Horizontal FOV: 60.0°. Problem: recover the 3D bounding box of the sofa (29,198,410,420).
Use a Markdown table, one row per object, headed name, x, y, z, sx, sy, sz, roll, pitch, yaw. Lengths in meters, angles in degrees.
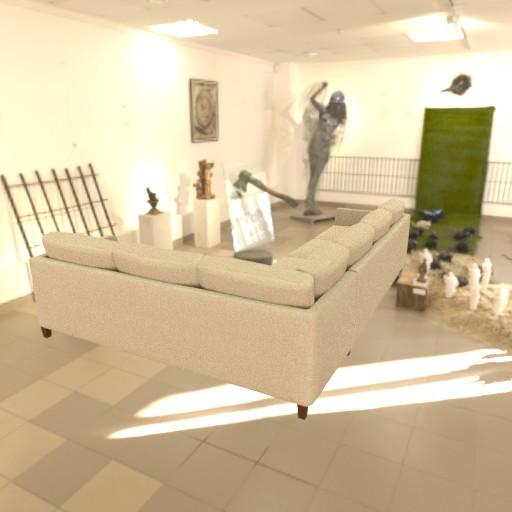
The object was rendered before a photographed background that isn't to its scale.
| name | x | y | z | sx | sy | sz | roll | pitch | yaw |
| --- | --- | --- | --- | --- | --- | --- | --- | --- | --- |
| sofa | 0.000 | 0.000 | 4.514 | 2.522 | 0.934 | 3.333 | 9 | 19 | 26 |
